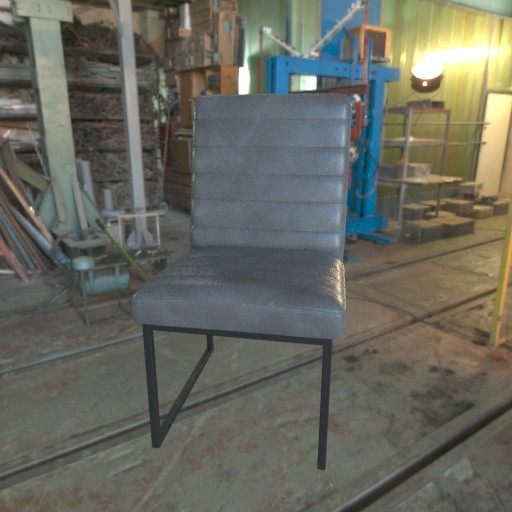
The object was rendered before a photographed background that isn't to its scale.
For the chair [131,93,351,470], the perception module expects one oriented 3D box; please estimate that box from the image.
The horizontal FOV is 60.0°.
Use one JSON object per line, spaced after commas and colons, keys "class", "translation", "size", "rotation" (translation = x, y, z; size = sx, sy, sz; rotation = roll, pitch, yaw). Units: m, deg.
{"class": "chair", "translation": [0.000, 0.000, 1.305], "size": [0.520, 0.930, 0.634], "rotation": [3, 17, 10]}
